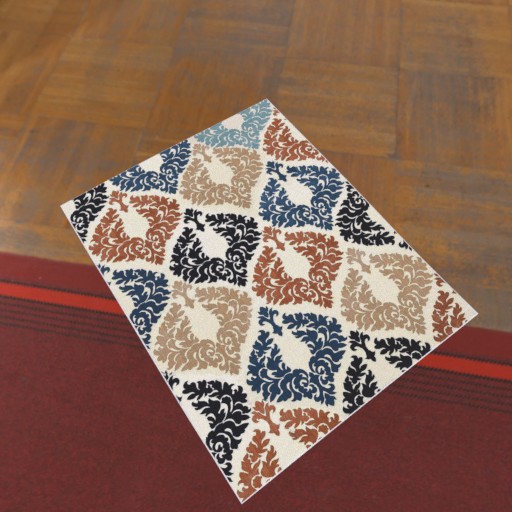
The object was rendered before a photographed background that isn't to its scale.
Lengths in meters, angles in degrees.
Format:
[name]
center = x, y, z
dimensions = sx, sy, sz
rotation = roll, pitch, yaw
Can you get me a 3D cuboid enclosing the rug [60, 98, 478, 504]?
[rug]
center = 0.000, 0.000, 3.957
dimensions = 2.423, 0.014, 3.040
rotation = -32, 67, -15
